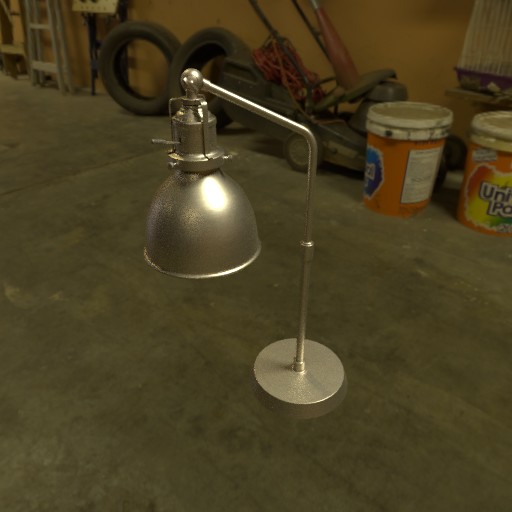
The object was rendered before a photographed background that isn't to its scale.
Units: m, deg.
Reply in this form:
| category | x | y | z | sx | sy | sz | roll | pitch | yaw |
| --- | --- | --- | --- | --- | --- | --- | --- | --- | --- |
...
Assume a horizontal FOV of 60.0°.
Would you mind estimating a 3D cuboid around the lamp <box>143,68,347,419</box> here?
| category | x | y | z | sx | sy | sz | roll | pitch | yaw |
| --- | --- | --- | --- | --- | --- | --- | --- | --- | --- |
| lamp | 0.000 | 0.000 | 0.579 | 0.286 | 0.456 | 0.153 | -2 | 31 | -3 |
